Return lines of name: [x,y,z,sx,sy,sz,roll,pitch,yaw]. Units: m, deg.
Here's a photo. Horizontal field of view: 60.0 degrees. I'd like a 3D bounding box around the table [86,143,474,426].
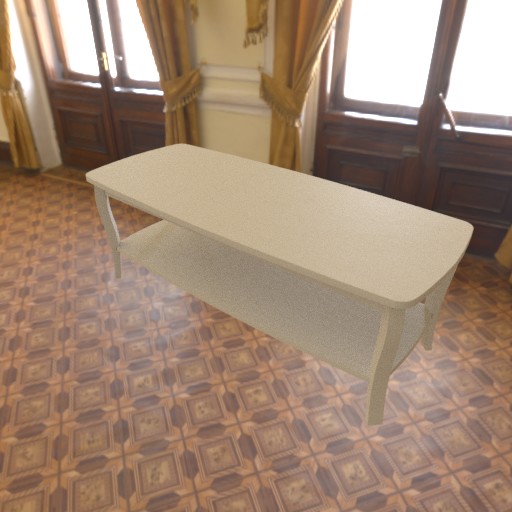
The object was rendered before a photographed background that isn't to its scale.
table: [0.000,0.000,1.627,1.334,0.474,0.561,23,38,32]
